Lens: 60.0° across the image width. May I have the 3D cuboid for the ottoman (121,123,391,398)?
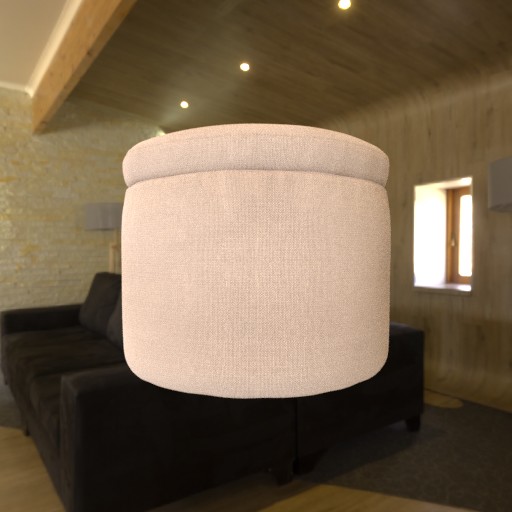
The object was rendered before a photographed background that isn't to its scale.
[{"bbox_3d":[0.000,0.000,0.857,0.497,0.409,0.497,0,0,0],"label":"ottoman"}]
